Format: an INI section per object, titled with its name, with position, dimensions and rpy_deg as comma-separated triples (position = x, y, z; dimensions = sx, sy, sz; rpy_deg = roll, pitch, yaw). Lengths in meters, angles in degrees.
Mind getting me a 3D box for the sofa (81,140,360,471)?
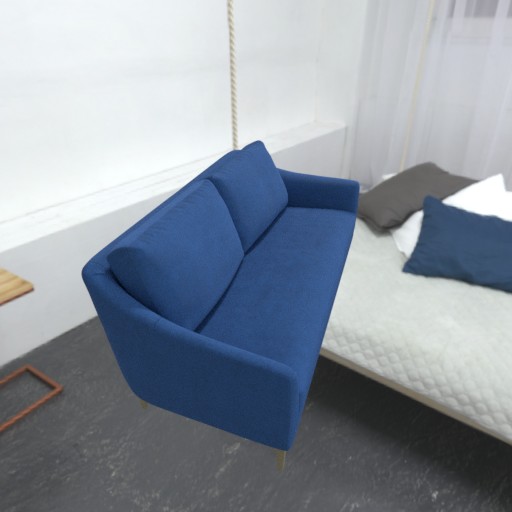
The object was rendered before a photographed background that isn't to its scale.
[sofa]
position = 0.000, 0.000, 2.562
dimensions = 0.960, 0.903, 2.036
rpy_deg = 9, 31, 15
